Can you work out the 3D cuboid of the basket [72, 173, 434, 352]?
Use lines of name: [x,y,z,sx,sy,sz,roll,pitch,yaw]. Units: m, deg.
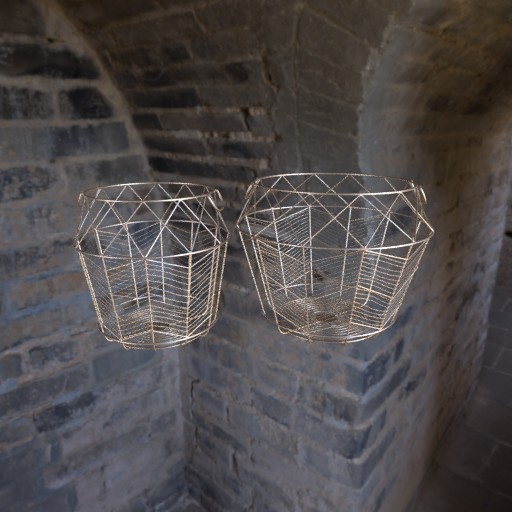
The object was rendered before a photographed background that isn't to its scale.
basket: [0.000,0.000,1.039,0.805,0.343,0.451,-2,17,-6]
